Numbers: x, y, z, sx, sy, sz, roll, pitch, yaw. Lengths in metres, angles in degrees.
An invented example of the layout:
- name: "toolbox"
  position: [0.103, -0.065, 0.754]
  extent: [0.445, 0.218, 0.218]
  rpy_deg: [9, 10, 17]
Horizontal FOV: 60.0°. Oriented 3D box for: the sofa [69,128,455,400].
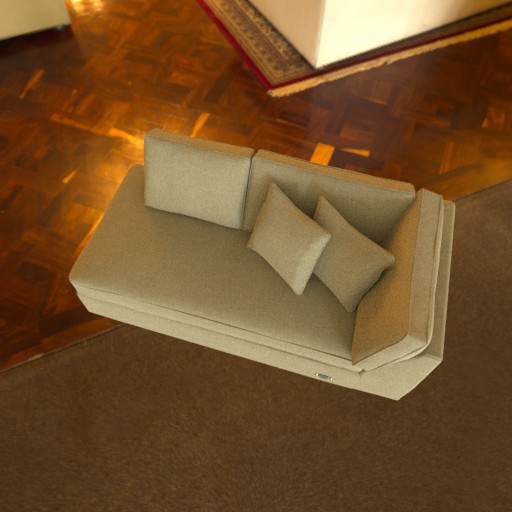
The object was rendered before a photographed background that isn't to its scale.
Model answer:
- name: "sofa"
  position: [0.000, 0.000, 2.872]
  extent: [2.238, 1.019, 1.110]
  rpy_deg: [14, 59, 9]
